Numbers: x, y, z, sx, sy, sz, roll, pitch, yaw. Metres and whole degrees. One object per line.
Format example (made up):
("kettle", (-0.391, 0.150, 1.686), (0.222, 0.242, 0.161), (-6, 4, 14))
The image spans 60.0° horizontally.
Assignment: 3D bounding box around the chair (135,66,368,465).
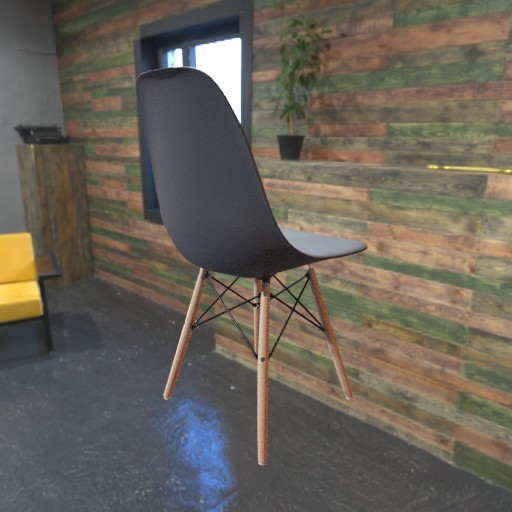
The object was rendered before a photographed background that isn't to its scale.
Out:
("chair", (0.000, 0.000, 1.120), (0.470, 0.826, 0.533), (14, 21, 43))
